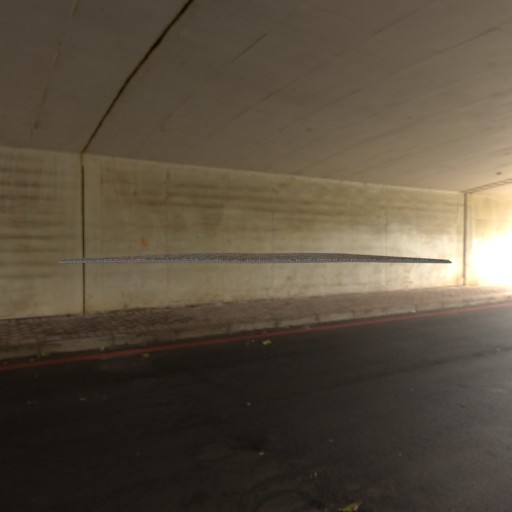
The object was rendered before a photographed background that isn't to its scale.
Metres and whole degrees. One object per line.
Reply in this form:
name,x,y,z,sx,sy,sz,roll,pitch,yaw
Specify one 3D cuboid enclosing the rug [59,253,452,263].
rug,0.000,0.000,3.739,2.043,0.026,2.901,0,1,0
